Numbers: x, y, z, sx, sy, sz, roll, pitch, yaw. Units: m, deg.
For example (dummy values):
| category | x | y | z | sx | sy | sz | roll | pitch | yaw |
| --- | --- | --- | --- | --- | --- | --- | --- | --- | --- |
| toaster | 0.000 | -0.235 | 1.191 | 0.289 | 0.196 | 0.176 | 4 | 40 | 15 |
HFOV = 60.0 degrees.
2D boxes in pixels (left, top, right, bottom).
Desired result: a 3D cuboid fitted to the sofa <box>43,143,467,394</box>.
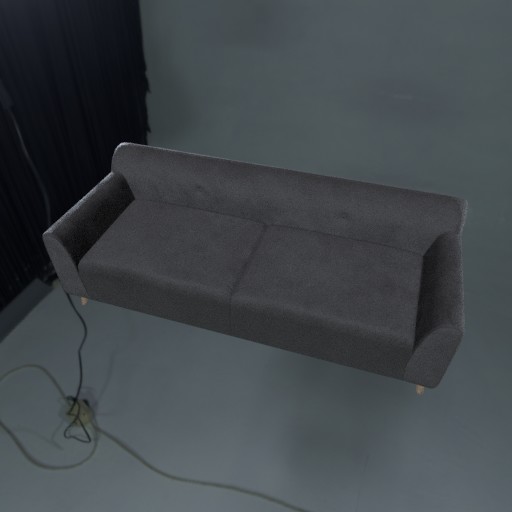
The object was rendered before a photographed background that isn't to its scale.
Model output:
| category | x | y | z | sx | sy | sz | roll | pitch | yaw |
| --- | --- | --- | --- | --- | --- | --- | --- | --- | --- |
| sofa | 0.000 | 0.000 | 2.617 | 2.190 | 0.740 | 0.900 | 12 | 43 | 13 |
